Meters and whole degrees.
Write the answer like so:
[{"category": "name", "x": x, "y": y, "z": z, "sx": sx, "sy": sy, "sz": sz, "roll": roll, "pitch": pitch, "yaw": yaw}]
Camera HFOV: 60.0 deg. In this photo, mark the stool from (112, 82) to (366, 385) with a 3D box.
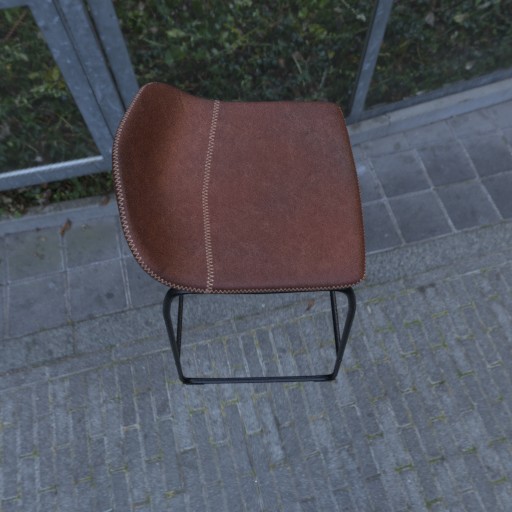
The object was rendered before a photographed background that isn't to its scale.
[{"category": "stool", "x": 0.000, "y": 0.000, "z": 1.090, "sx": 0.473, "sy": 0.830, "sz": 0.454, "roll": -1, "pitch": 63, "yaw": -1}]
